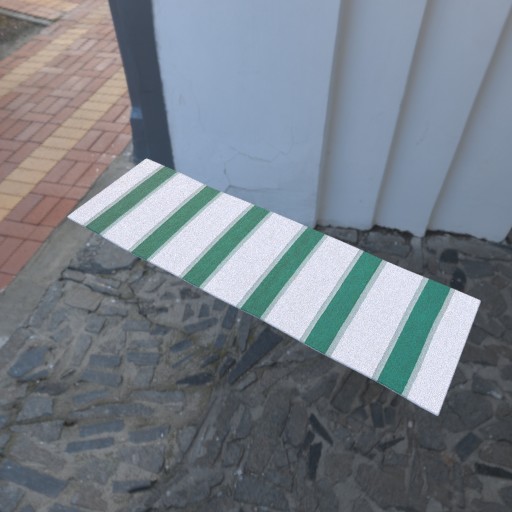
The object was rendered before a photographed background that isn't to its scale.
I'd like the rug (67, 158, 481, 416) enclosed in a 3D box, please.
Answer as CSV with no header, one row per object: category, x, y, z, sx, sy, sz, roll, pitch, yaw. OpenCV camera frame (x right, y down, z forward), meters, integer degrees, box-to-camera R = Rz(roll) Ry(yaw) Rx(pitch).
rug,0.000,0.000,2.656,2.438,0.012,0.768,25,53,21
